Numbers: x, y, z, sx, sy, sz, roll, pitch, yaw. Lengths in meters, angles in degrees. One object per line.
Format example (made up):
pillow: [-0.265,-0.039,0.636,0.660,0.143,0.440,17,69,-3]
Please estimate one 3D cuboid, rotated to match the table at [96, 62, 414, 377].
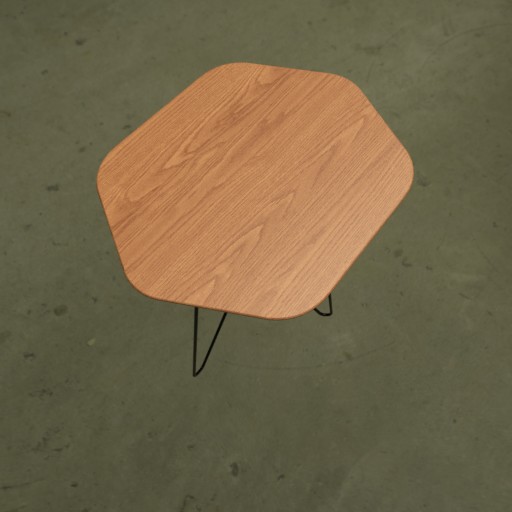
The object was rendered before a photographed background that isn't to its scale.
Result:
table: [0.000,0.000,0.915,0.400,0.562,0.500,35,68,17]
